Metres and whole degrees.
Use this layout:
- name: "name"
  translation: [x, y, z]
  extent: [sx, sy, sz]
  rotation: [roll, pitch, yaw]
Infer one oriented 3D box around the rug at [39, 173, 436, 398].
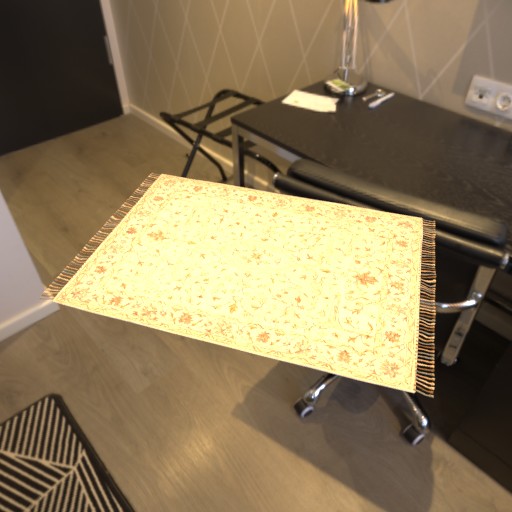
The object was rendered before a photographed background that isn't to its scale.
- name: "rug"
  translation: [0.000, 0.000, 2.395]
  extent: [1.861, 0.017, 1.218]
  rotation: [12, 43, 12]
